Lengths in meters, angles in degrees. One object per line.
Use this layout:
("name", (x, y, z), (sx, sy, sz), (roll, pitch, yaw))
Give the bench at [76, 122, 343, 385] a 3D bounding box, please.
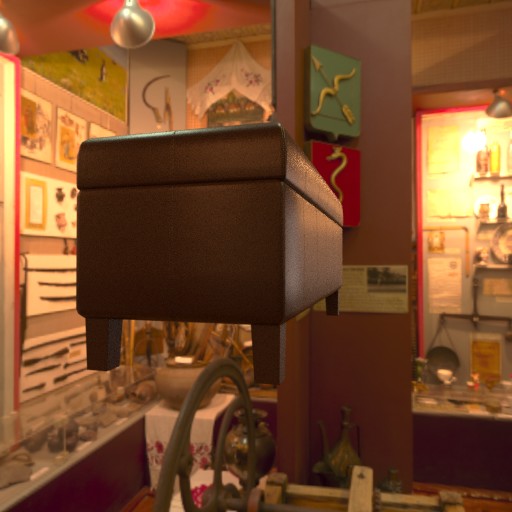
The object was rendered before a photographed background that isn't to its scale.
("bench", (0.000, 0.000, 1.322), (0.429, 0.457, 1.092), (0, -1, 16))
